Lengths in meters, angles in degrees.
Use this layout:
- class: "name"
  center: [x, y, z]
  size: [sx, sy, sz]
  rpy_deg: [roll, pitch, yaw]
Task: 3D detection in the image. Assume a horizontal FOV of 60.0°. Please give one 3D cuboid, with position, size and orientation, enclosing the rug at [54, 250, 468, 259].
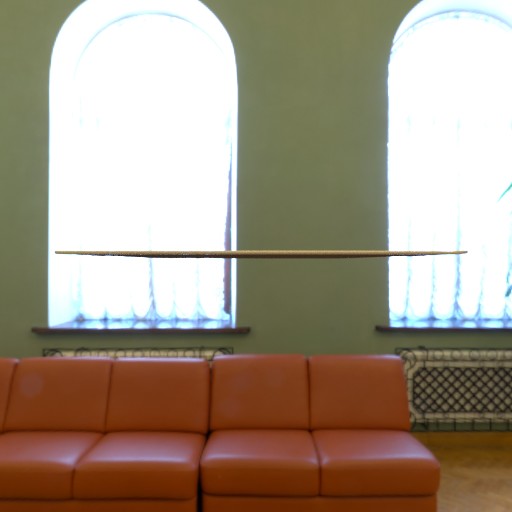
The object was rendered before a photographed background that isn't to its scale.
- class: "rug"
  center: [0.000, 0.000, 4.729]
  size: [2.734, 0.037, 3.659]
  rpy_deg: [0, -1, -2]
